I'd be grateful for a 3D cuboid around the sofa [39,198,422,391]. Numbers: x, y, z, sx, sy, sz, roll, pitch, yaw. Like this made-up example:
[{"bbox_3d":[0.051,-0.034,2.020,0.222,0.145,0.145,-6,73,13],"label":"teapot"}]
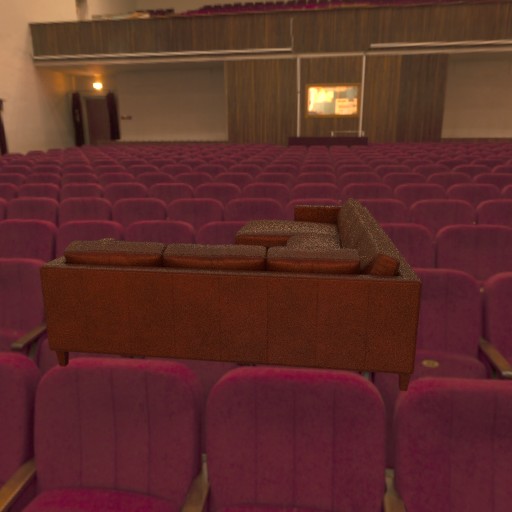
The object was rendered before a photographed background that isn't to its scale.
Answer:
[{"bbox_3d":[0.000,0.000,4.430,2.452,0.891,3.324,2,14,8],"label":"sofa"}]
